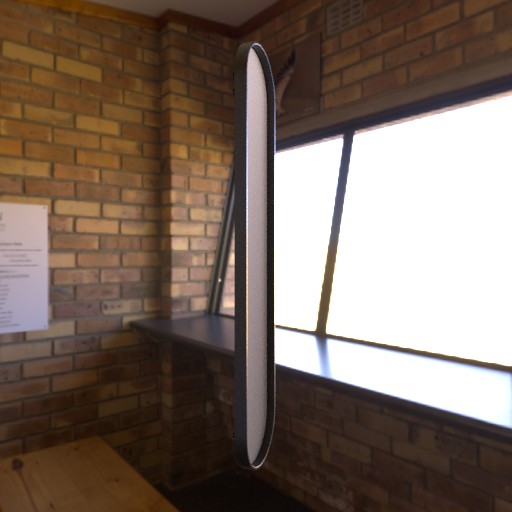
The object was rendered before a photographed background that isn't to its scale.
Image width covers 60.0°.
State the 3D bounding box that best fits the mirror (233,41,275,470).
[{"bbox_3d":[0.000,0.000,1.053,0.032,0.991,0.222,0,0,18],"label":"mirror"}]
